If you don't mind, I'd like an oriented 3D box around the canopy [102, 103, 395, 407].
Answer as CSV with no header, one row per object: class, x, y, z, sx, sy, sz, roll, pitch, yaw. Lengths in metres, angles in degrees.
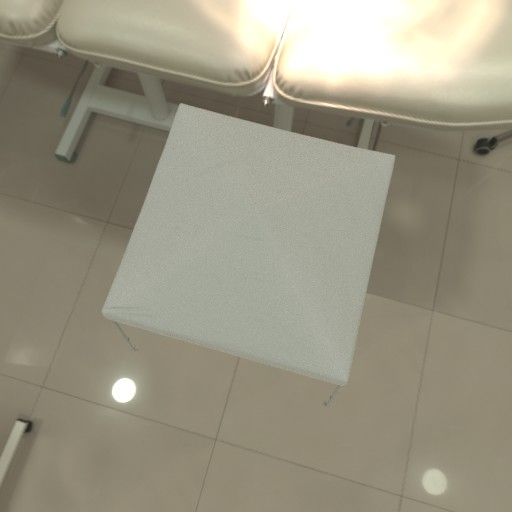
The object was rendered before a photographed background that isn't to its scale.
canopy,0.000,0.000,5.223,2.849,2.849,2.848,15,74,4
